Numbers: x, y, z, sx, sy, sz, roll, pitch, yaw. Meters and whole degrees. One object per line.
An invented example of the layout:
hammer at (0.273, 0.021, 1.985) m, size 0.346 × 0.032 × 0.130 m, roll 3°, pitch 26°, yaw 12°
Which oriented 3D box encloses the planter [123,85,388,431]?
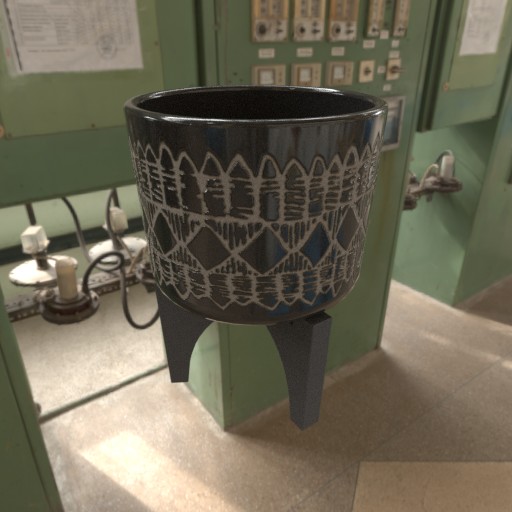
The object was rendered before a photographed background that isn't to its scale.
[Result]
planter at (0.000, 0.000, 0.262) m, size 0.129 × 0.177 × 0.129 m, roll 0°, pitch 27°, yaw 0°
